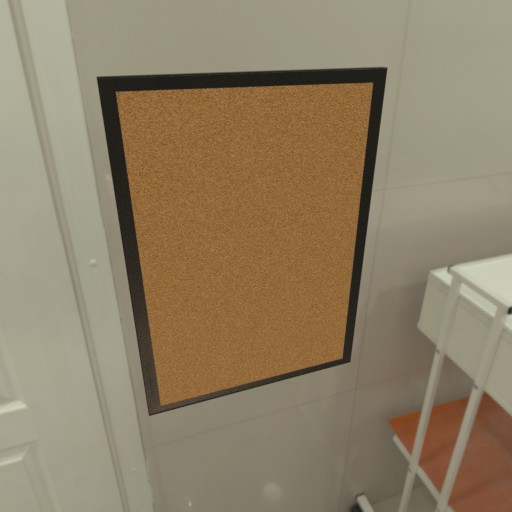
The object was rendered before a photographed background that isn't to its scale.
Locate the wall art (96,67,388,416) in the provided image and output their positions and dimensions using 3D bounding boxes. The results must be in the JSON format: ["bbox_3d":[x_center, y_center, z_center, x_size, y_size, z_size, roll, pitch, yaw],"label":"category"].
[{"bbox_3d":[0.000,0.000,0.851,0.480,0.657,0.016,-10,29,-18],"label":"wall art"}]
